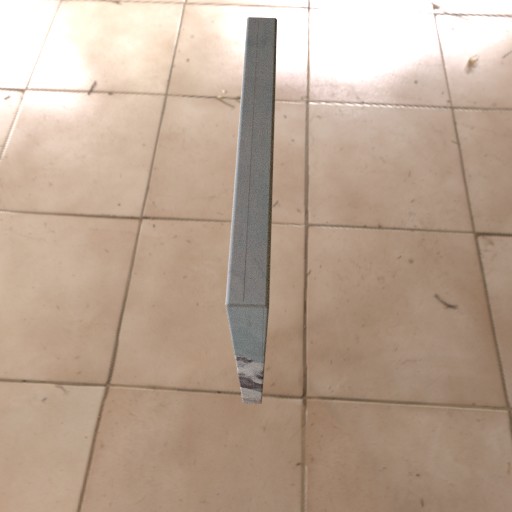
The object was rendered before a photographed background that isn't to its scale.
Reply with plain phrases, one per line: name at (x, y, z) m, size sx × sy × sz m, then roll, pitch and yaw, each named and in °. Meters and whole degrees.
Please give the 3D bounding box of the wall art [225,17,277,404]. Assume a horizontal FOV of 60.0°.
wall art at (0.000, 0.000, 1.152) m, size 0.061 × 0.911 × 0.609 m, roll 2°, pitch 64°, yaw 1°
